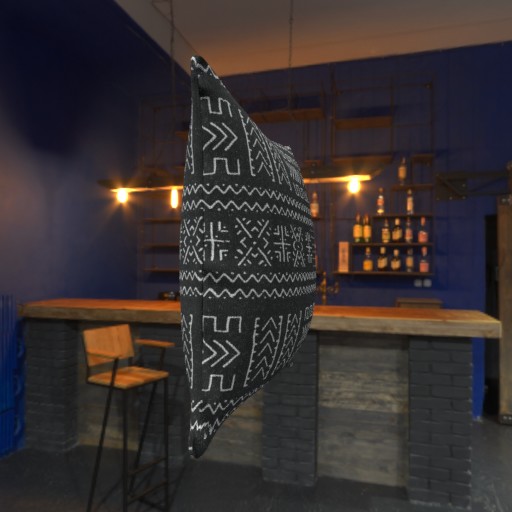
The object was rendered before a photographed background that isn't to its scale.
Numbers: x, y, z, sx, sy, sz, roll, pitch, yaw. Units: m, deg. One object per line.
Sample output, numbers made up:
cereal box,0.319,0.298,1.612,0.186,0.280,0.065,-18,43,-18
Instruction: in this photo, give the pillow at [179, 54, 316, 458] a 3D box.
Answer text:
pillow,0.000,0.000,0.662,0.164,0.430,0.438,0,-1,17
